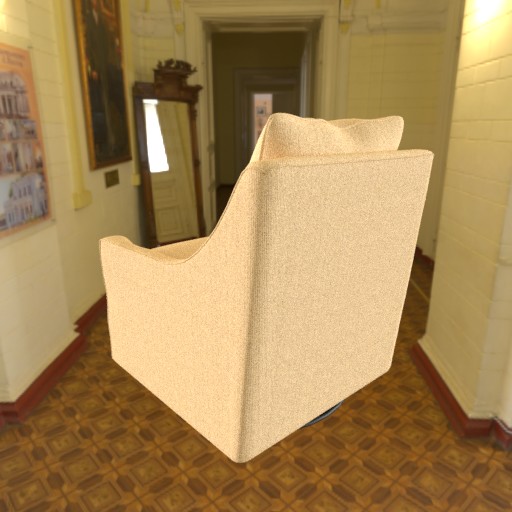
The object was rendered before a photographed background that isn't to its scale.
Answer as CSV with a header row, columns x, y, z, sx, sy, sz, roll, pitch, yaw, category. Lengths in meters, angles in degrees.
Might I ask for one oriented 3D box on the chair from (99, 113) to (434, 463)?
x,y,z,sx,sy,sz,roll,pitch,yaw,category
0.000,0.000,1.543,0.760,0.927,0.876,-14,21,-40,chair
